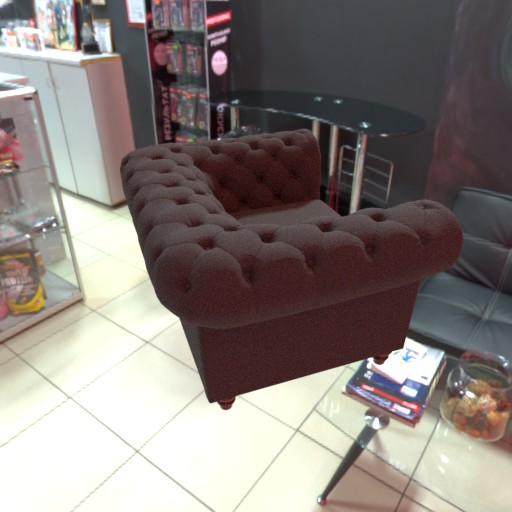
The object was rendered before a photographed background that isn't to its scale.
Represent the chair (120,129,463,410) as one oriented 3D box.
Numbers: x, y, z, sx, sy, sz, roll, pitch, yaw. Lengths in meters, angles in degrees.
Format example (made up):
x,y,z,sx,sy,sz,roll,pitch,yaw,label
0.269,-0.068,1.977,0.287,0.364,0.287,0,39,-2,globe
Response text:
x,y,z,sx,sy,sz,roll,pitch,yaw,label
0.000,0.000,1.913,0.976,0.770,1.270,-11,32,-17,chair
